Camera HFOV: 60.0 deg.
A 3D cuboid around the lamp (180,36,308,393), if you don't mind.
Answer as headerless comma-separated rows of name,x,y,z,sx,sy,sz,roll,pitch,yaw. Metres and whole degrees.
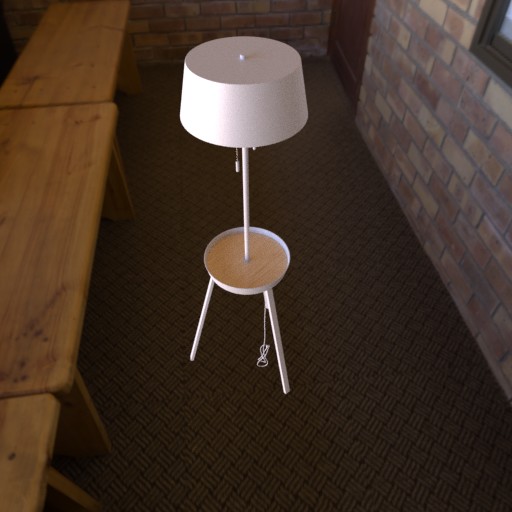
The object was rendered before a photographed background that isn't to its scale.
lamp,0.000,0.000,1.638,0.508,1.429,0.468,-31,54,-26
